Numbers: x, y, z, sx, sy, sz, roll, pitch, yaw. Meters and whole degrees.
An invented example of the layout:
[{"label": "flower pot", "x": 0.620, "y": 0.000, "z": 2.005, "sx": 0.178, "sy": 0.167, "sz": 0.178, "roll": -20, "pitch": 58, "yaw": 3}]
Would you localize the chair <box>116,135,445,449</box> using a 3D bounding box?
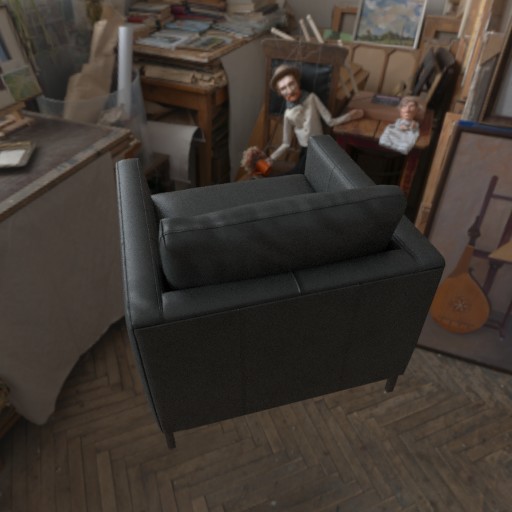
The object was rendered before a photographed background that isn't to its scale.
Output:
[{"label": "chair", "x": 0.000, "y": 0.000, "z": 1.536, "sx": 0.967, "sy": 0.824, "sz": 0.861, "roll": -10, "pitch": 41, "yaw": -12}]
